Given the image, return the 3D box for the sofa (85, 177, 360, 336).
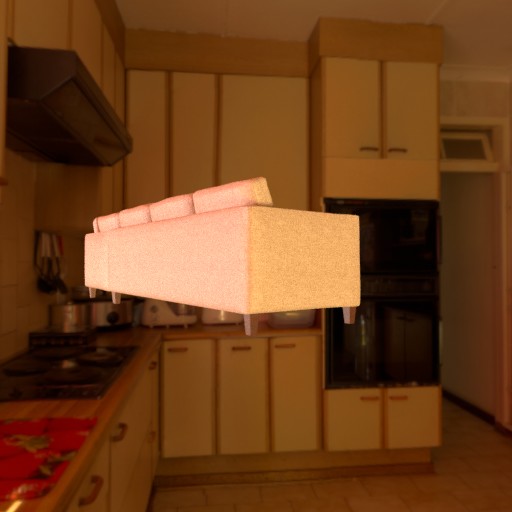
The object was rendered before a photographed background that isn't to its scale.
[{"bbox_3d":[0.000,0.000,4.468,2.522,0.934,3.333,0,-1,-36],"label":"sofa"}]
